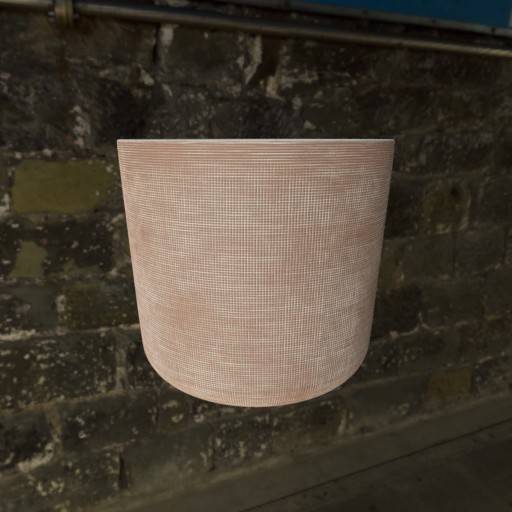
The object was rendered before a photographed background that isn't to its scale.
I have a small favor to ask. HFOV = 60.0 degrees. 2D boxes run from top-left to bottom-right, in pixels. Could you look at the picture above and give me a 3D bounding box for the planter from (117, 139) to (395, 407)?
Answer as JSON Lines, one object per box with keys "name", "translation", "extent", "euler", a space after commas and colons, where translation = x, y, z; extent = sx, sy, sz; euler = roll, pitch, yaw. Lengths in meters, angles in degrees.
{"name": "planter", "translation": [0.000, 0.000, 0.783], "extent": [0.440, 0.398, 0.440], "euler": [0, 15, 0]}
